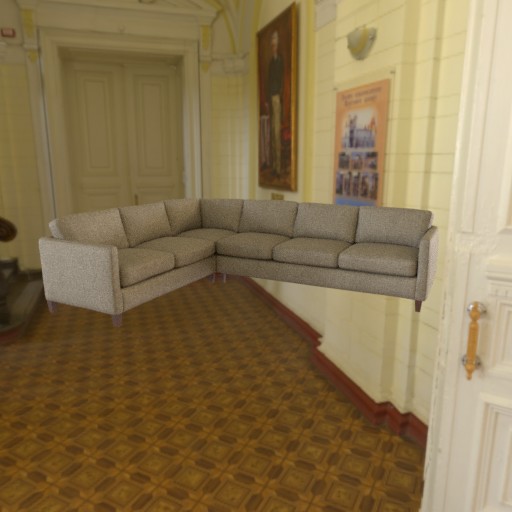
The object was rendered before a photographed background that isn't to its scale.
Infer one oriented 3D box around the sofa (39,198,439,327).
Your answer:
[{"bbox_3d":[0.000,0.000,4.552,3.302,0.947,2.593,6,14,26],"label":"sofa"}]
